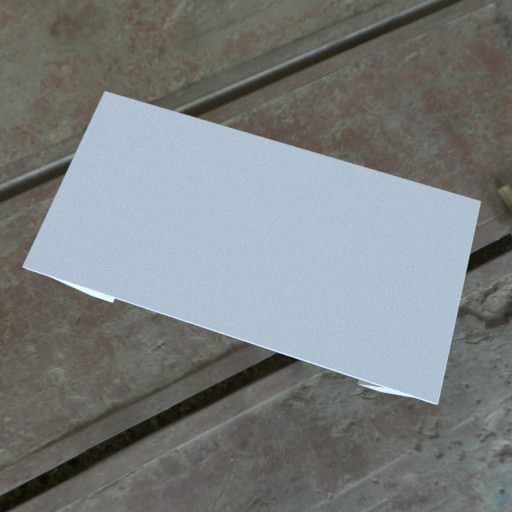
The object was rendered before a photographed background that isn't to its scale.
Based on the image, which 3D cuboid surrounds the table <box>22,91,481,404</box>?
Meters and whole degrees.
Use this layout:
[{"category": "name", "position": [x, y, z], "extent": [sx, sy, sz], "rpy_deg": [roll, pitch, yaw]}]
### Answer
[{"category": "table", "position": [0.000, 0.000, 2.304], "extent": [1.800, 0.790, 0.900], "rpy_deg": [17, 76, 4]}]
